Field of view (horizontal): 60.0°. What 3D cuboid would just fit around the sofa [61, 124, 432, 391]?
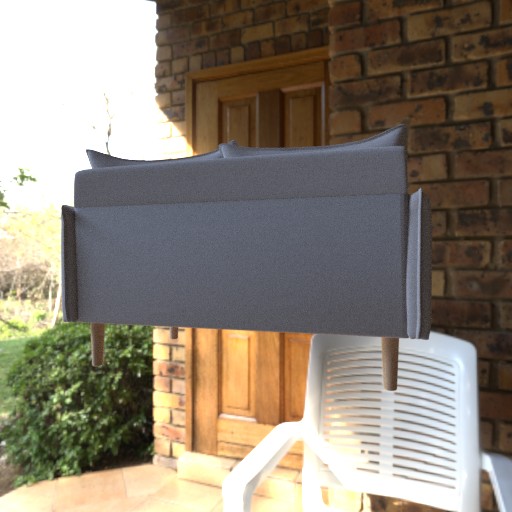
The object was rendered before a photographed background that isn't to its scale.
[{"bbox_3d":[0.000,0.000,1.831,1.300,0.840,0.820,0,-1,17],"label":"sofa"}]
